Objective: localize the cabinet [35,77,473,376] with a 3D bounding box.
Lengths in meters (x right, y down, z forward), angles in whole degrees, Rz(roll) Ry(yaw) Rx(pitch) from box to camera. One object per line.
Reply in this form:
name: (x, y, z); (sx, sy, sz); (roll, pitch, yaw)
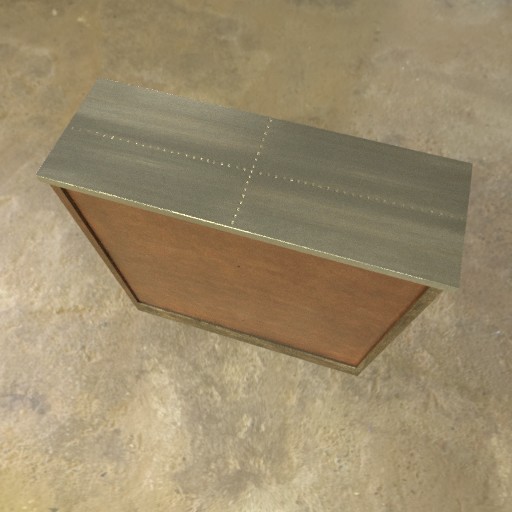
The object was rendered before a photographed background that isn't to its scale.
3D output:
cabinet: (0.000, 0.000, 1.447); (0.968, 0.919, 0.338); (15, 64, 8)
